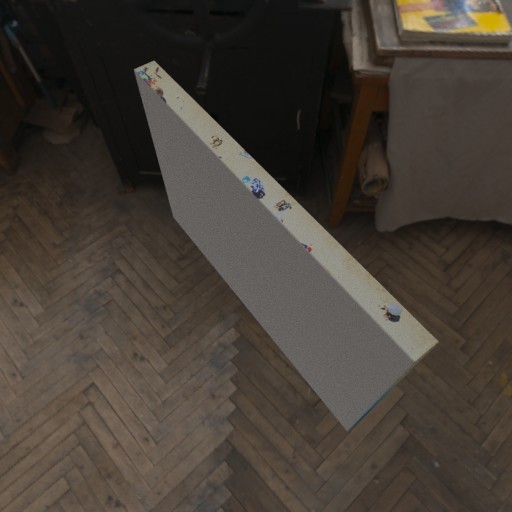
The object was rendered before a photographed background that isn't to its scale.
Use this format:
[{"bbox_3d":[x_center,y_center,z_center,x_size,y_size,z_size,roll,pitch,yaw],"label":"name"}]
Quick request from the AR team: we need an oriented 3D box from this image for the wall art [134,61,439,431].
[{"bbox_3d":[0.000,0.000,0.773,0.039,0.406,0.609,-33,64,-18],"label":"wall art"}]
